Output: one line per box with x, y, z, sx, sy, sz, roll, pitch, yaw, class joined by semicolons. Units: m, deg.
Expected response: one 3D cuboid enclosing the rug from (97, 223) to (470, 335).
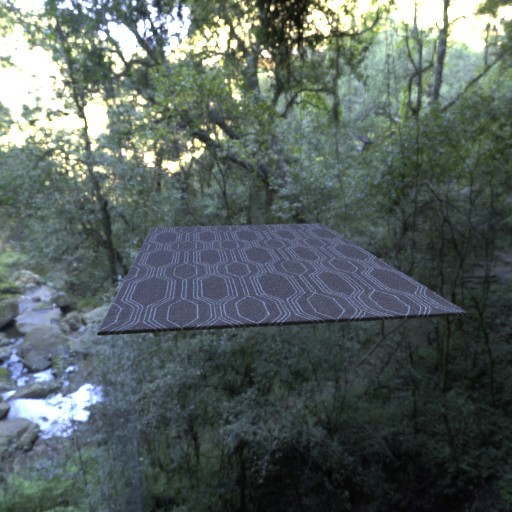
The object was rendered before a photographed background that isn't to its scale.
0.000;0.000;2.320;1.239;0.012;1.836;-2;14;-8;rug
